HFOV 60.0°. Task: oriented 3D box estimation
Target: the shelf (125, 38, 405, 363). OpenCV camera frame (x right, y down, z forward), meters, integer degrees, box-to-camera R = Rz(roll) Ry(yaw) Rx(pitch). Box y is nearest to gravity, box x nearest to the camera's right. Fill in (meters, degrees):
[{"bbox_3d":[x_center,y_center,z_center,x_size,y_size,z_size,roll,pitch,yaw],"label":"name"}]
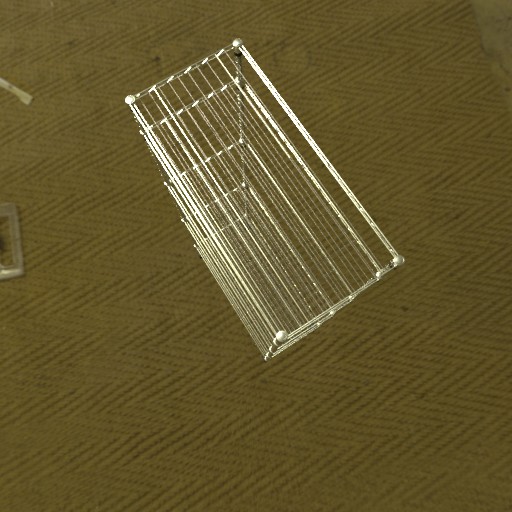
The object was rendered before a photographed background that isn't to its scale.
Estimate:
[{"bbox_3d":[0.000,0.000,1.856,0.356,1.587,0.762,-31,77,-8],"label":"shelf"}]
